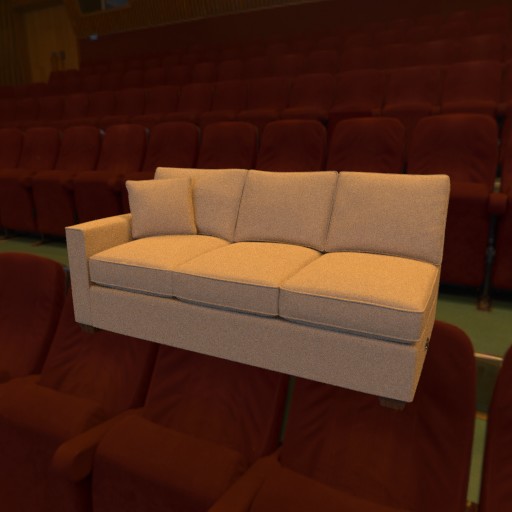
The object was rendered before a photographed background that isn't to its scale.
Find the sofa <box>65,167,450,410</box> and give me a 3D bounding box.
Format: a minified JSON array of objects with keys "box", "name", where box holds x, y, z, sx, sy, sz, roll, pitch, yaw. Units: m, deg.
[{"box":[0.000,0.000,2.558,1.962,0.946,1.034,7,16,25],"name":"sofa"}]
